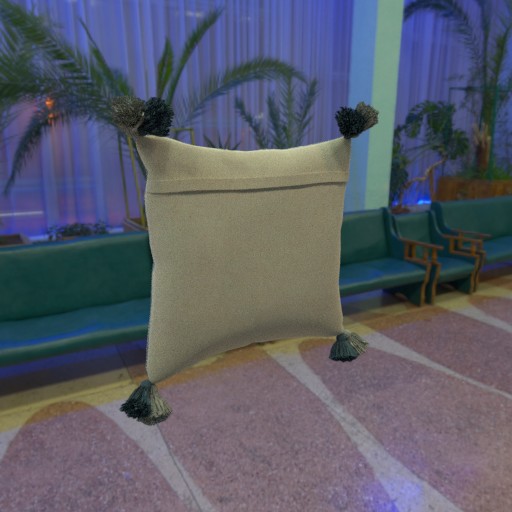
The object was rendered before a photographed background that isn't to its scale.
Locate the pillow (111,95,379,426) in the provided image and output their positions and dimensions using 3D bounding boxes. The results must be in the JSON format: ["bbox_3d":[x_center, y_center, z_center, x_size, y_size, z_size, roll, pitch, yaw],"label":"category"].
[{"bbox_3d":[0.000,0.000,0.933,0.614,0.634,0.138,-7,17,-25],"label":"pillow"}]
